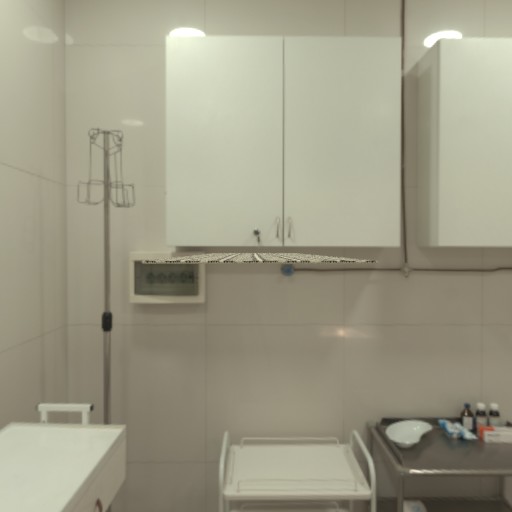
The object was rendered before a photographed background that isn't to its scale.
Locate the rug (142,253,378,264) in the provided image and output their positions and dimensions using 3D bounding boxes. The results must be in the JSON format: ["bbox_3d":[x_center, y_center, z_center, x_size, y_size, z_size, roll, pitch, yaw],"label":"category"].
[{"bbox_3d":[0.000,0.000,2.617,0.750,0.009,2.435,0,1,-1],"label":"rug"}]
